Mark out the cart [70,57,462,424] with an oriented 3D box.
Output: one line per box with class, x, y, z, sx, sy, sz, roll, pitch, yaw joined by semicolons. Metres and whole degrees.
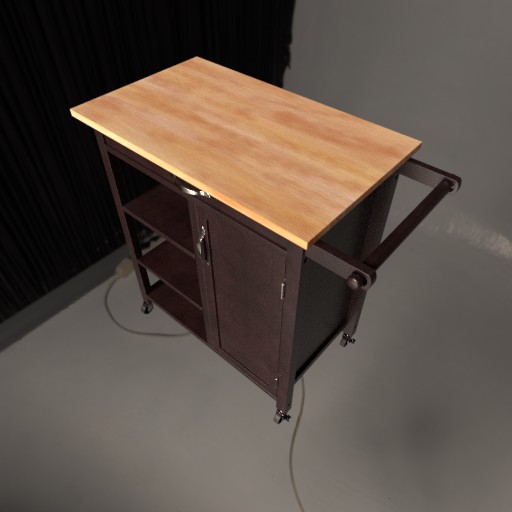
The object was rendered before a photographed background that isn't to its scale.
cart;0.000;0.000;1.417;0.914;0.878;0.472;32;54;27
